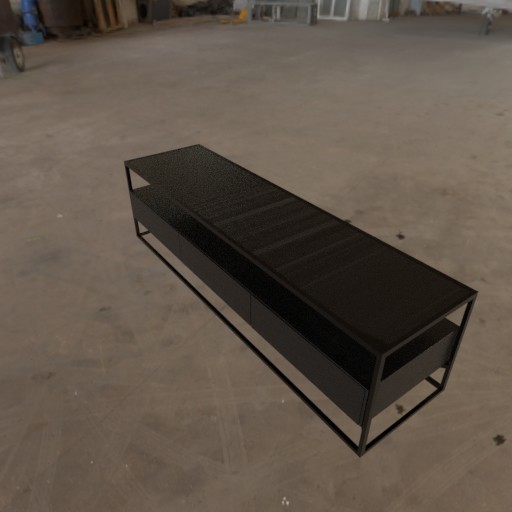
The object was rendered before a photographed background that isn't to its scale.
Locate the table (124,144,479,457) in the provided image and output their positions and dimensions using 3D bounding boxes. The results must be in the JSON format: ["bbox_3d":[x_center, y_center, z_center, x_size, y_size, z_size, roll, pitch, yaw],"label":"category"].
[{"bbox_3d":[0.000,0.000,1.707,0.399,0.395,1.486,-22,39,-30],"label":"table"}]
